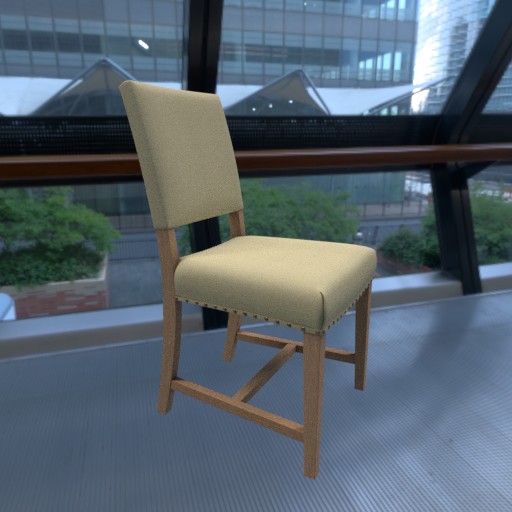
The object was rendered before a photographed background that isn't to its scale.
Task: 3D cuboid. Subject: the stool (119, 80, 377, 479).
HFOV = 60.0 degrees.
[{"bbox_3d":[0.000,0.000,1.347,0.623,0.986,0.508,8,16,27],"label":"stool"}]
